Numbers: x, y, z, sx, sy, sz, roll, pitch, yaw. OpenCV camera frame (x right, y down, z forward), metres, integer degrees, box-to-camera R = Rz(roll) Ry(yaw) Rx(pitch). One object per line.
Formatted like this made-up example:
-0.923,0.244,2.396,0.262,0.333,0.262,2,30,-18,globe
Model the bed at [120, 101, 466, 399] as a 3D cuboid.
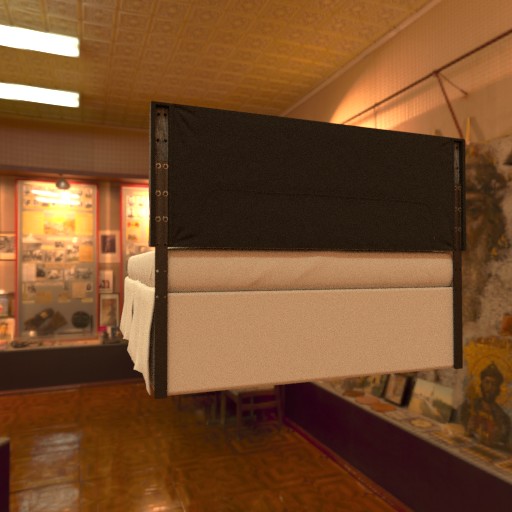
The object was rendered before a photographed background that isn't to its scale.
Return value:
0.000,0.000,2.911,1.621,1.168,1.958,0,-1,-20,bed
